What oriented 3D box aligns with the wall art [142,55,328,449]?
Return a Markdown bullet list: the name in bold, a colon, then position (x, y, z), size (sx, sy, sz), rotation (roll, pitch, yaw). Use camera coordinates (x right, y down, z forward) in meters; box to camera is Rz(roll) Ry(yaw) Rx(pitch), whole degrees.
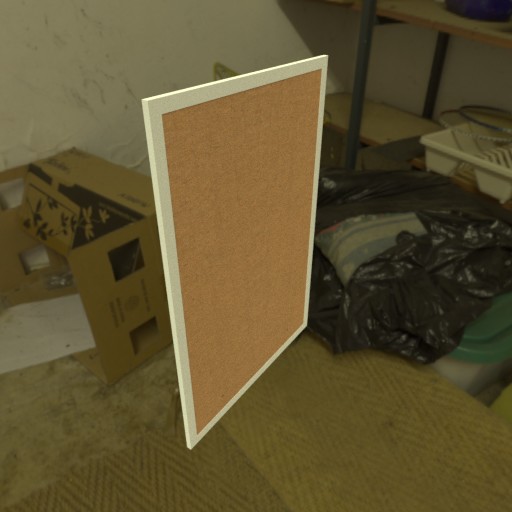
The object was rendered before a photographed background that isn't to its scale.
- **wall art**: position (0.000, 0.000, 1.245), size (0.015, 0.965, 0.660), rotation (21, 37, 30)
